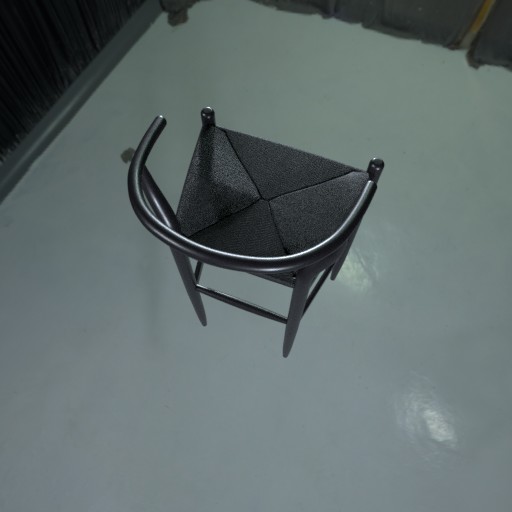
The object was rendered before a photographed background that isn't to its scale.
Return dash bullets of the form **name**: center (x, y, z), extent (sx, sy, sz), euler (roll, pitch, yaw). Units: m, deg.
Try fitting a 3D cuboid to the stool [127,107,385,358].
- **stool**: center (0.000, 0.000, 1.435), extent (0.569, 1.072, 0.579), euler (19, 65, 9)
